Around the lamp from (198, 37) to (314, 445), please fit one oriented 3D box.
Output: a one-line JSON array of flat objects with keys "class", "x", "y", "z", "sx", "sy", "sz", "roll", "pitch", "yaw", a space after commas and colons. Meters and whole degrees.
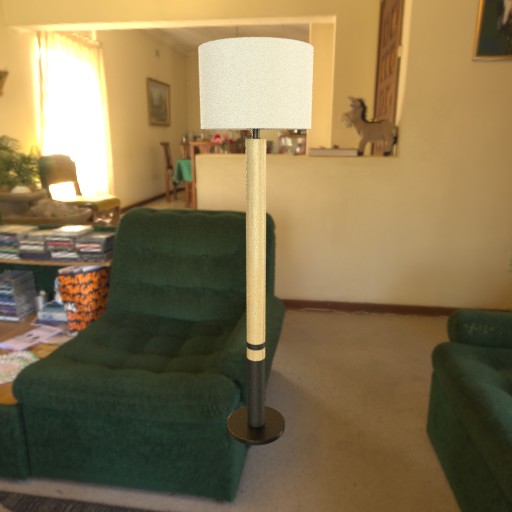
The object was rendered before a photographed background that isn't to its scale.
[{"class": "lamp", "x": 0.000, "y": 0.000, "z": 1.665, "sx": 0.381, "sy": 1.478, "sz": 0.381, "roll": -2, "pitch": 15, "yaw": -8}]
